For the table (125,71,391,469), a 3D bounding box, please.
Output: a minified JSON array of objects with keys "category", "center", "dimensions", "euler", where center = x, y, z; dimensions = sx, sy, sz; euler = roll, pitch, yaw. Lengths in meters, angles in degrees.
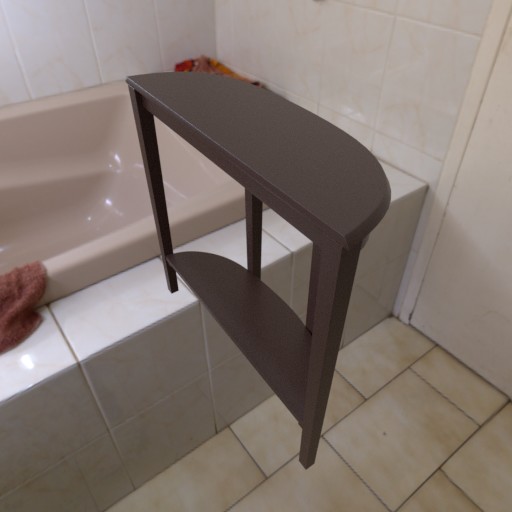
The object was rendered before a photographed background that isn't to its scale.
[{"category":"table","center":[0.000,0.000,1.289],"dimensions":[0.274,0.831,0.909],"euler":[-24,46,-26]}]
